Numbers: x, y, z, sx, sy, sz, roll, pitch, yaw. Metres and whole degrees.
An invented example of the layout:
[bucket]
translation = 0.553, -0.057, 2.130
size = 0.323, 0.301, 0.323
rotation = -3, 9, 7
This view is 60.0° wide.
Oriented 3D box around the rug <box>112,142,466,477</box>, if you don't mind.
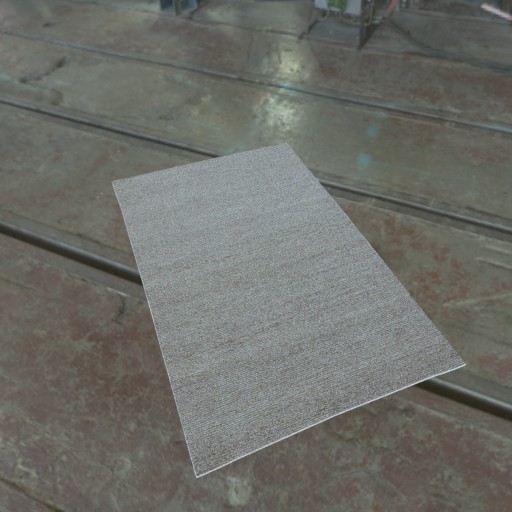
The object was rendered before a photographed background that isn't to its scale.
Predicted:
[rug]
translation = 0.000, 0.000, 2.235
size = 1.154, 0.021, 1.792
rotation = -16, 49, -15
